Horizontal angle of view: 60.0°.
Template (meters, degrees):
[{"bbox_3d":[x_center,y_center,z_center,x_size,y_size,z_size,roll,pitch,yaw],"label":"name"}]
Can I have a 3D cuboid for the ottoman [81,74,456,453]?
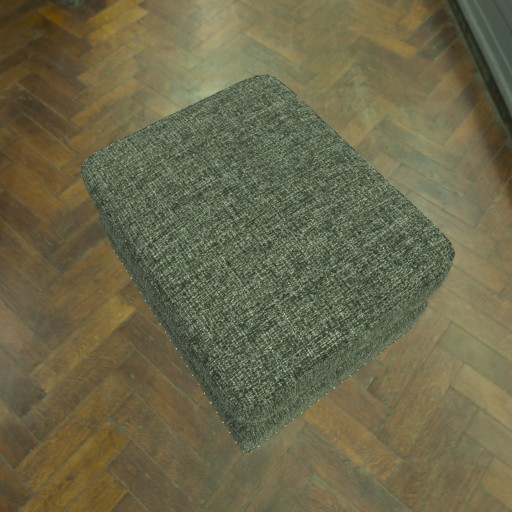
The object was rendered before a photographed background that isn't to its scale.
[{"bbox_3d":[0.000,0.000,1.157,0.589,0.537,0.738,-32,66,-16],"label":"ottoman"}]
